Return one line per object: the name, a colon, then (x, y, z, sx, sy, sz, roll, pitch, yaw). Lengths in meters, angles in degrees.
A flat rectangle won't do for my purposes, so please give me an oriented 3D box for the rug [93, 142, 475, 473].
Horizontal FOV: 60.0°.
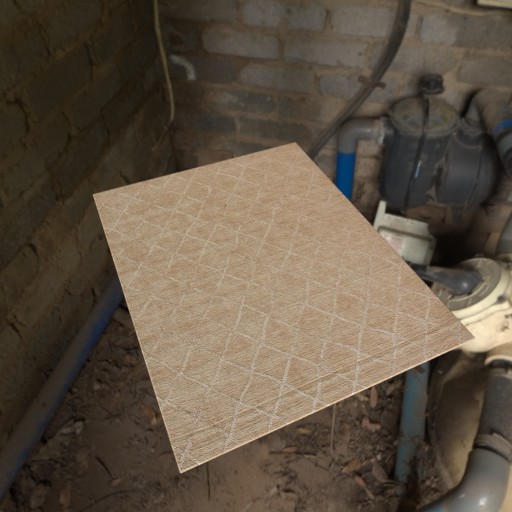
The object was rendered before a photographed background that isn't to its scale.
rug: (0.000, 0.000, 4.092, 2.420, 0.019, 3.039, -18, 50, -16)
